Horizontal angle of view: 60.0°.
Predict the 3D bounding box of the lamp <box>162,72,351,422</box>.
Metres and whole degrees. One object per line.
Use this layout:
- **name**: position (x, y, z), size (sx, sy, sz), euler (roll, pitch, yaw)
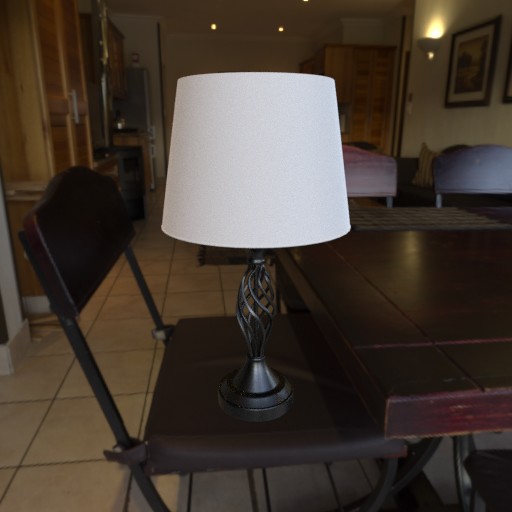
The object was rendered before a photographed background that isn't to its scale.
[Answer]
- **lamp**: position (0.000, 0.000, 0.807), size (0.331, 0.594, 0.331), euler (0, 16, 0)
